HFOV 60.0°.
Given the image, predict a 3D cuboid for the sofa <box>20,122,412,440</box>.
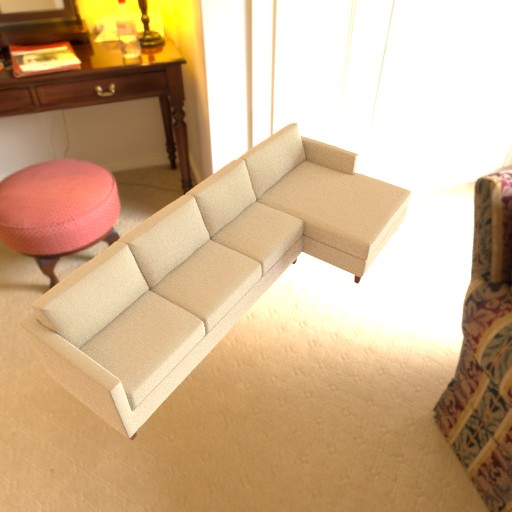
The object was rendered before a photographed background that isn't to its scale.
[{"bbox_3d":[0.000,0.000,3.914,1.599,0.954,3.471,25,48,25],"label":"sofa"}]
